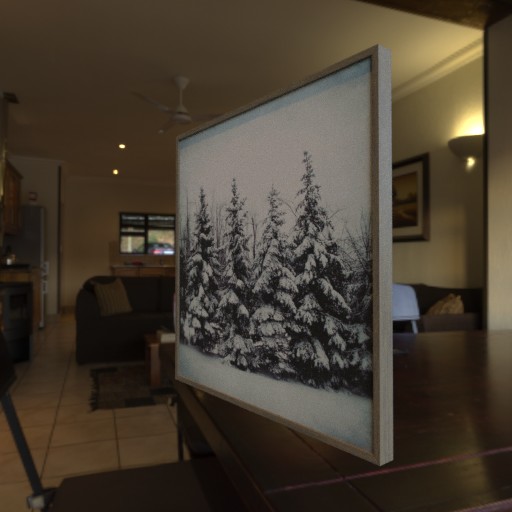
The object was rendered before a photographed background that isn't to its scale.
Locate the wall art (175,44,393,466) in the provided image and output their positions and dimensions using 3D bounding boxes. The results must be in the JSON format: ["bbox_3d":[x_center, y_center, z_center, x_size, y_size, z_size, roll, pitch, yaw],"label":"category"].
[{"bbox_3d":[0.000,0.000,1.103,0.039,0.758,0.758,1,-1,-39],"label":"wall art"}]
